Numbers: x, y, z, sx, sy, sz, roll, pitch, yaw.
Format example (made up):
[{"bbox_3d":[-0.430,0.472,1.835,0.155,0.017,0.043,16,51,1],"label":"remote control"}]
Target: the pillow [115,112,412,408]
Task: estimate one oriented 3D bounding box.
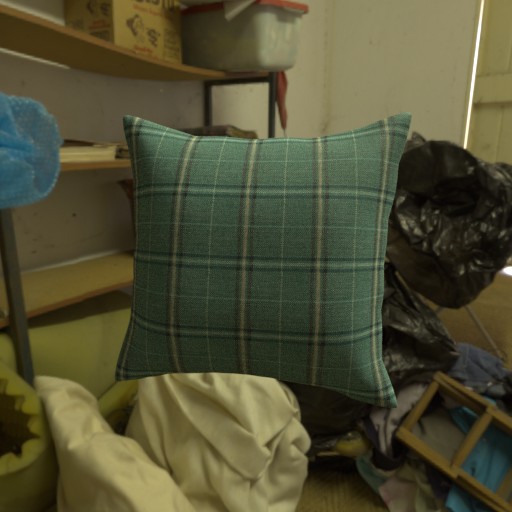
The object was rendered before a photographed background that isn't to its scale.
[{"bbox_3d":[0.000,0.000,0.693,0.453,0.430,0.200,2,16,8],"label":"pillow"}]
